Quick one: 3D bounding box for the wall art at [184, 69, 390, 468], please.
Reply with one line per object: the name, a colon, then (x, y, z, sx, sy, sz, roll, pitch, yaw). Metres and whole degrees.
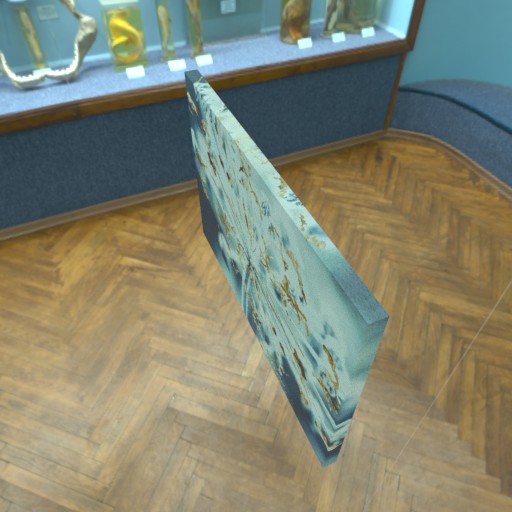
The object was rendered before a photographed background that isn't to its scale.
wall art: (0.000, 0.000, 1.157, 0.038, 0.608, 0.912, -17, 49, -16)
